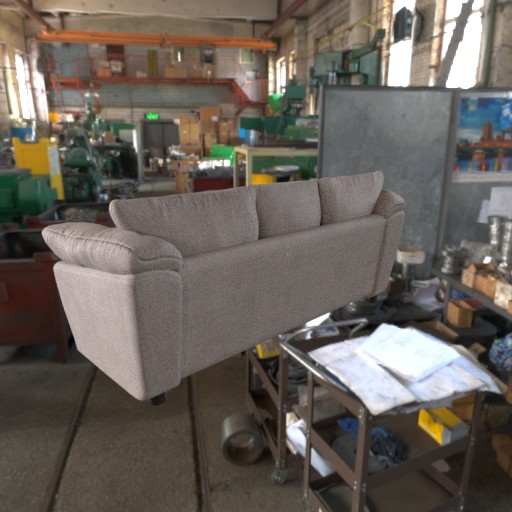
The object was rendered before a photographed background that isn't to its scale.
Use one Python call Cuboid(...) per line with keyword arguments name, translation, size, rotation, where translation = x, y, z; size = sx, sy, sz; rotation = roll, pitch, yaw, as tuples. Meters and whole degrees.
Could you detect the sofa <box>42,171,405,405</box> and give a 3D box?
Cuboid(name="sofa", translation=(0.000, 0.000, 2.862), size=(2.334, 0.996, 0.878), rotation=(-15, 21, -42))
